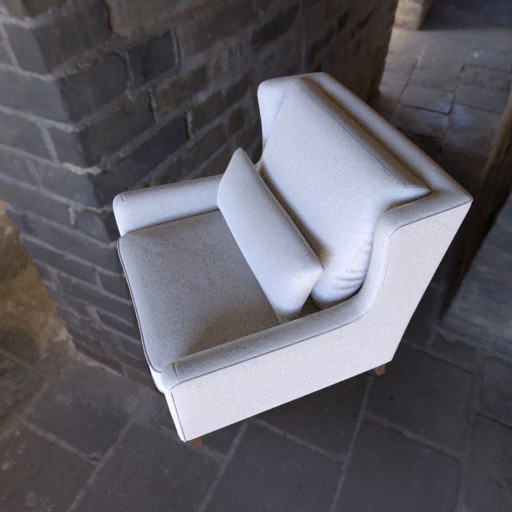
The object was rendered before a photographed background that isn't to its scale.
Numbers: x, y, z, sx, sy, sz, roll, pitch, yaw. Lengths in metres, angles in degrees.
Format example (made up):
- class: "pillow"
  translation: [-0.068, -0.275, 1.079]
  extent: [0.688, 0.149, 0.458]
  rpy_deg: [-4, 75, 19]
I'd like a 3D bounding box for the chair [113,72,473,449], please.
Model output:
- class: "chair"
  translation: [0.000, 0.000, 1.810]
  extent: [1.040, 1.056, 0.982]
  rpy_deg: [-16, 48, -15]
